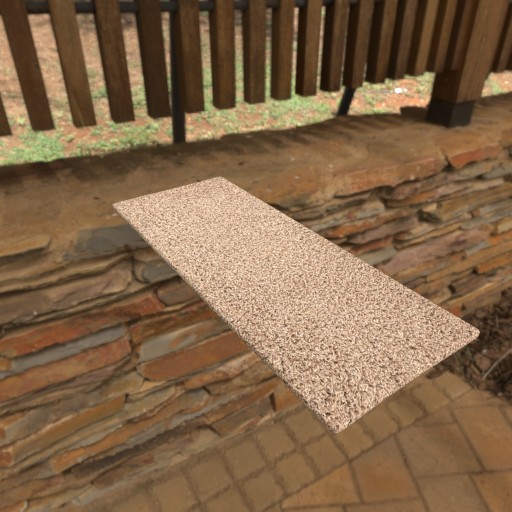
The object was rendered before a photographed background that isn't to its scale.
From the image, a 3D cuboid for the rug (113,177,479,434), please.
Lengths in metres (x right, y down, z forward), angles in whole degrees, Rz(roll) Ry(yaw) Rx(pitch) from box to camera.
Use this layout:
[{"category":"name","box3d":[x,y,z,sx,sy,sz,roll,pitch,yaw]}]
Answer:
[{"category":"rug","box3d":[0.000,0.000,1.732,0.609,0.030,1.524,-20,37,-29]}]
